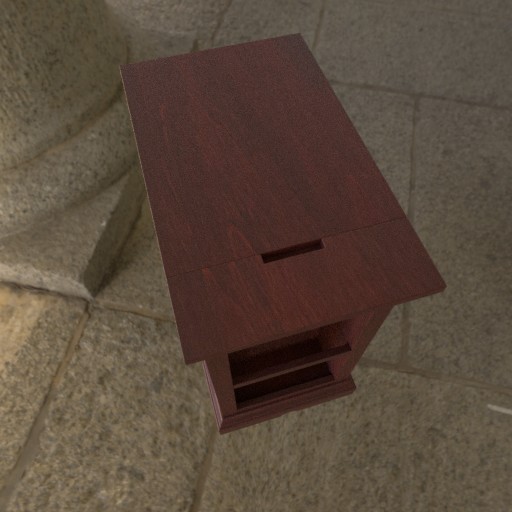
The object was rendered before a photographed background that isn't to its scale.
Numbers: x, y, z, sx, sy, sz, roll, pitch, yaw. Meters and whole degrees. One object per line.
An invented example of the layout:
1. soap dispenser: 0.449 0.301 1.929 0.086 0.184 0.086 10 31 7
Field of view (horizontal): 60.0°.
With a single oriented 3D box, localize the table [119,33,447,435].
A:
1. table: 0.000 0.000 0.968 0.356 0.612 0.584 -14 60 -8
